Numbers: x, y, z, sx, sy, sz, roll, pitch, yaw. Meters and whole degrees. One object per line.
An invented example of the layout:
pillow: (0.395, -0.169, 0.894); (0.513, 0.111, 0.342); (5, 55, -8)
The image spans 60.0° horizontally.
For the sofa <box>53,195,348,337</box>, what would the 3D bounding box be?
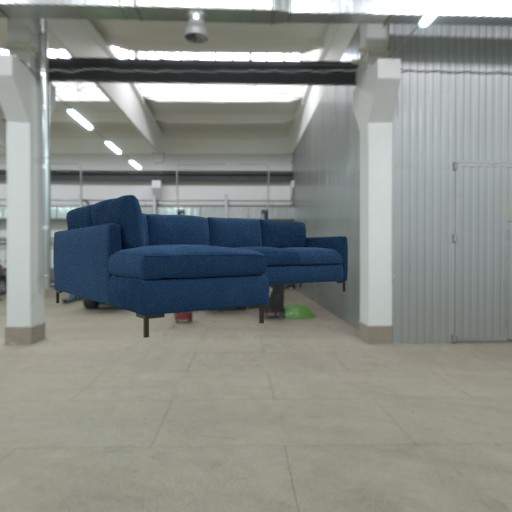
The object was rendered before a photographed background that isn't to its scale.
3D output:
sofa: (0.000, 0.000, 3.906); (2.949, 0.815, 2.007); (0, 1, -37)
